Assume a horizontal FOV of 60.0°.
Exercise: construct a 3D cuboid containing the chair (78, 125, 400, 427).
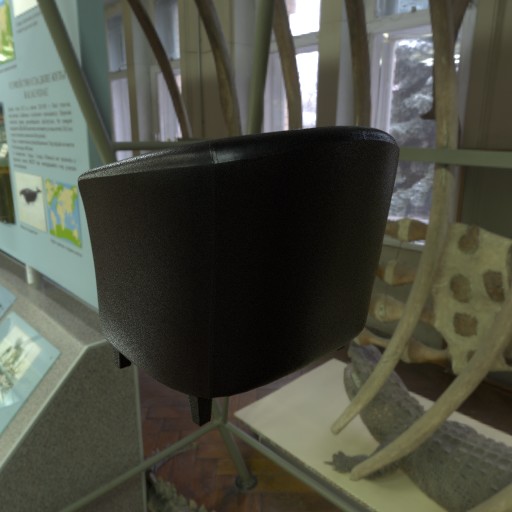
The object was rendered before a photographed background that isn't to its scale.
[{"bbox_3d":[0.000,0.000,1.363,0.793,0.756,0.727,-14,20,-43],"label":"chair"}]
